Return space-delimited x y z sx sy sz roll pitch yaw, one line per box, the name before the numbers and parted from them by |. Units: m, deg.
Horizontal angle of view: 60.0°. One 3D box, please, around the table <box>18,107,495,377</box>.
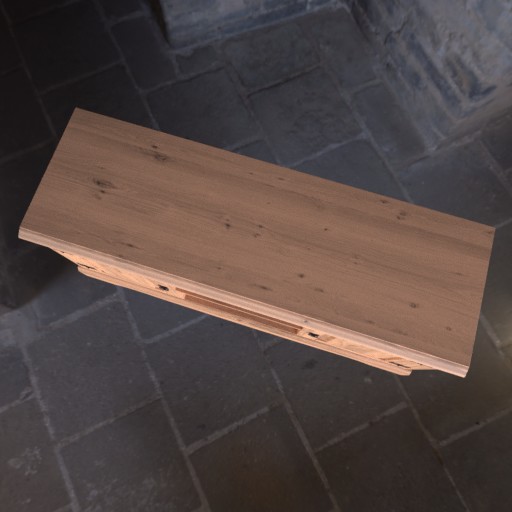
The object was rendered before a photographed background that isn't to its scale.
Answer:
table | 0.000 0.000 1.414 1.200 0.510 0.400 17 76 4
